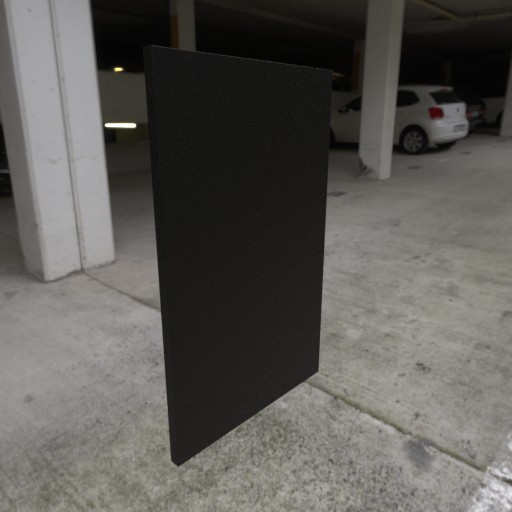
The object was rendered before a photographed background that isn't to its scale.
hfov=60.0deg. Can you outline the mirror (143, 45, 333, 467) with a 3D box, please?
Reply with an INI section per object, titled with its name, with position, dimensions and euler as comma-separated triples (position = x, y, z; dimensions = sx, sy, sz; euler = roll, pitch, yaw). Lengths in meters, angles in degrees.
[mirror]
position = 0.000, 0.000, 1.504
dimensions = 0.038, 1.219, 0.762
euler = 15, 23, 41
